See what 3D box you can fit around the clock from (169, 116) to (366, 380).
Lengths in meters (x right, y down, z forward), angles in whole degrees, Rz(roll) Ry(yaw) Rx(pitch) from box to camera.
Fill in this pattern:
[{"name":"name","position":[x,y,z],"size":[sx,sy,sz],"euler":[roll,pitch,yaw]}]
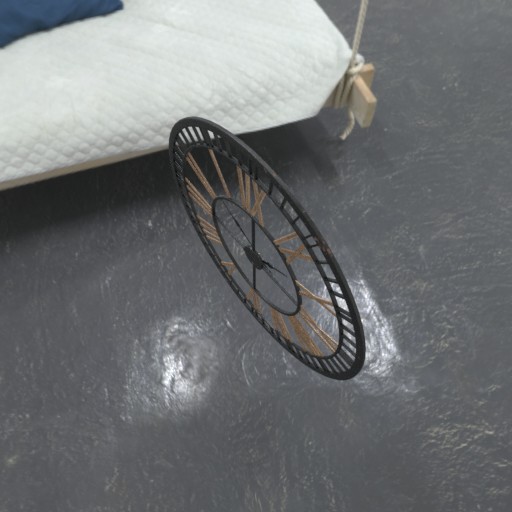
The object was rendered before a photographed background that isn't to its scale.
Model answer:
[{"name":"clock","position":[0.000,0.000,1.271],"size":[0.025,0.843,0.843],"euler":[-34,65,-19]}]
